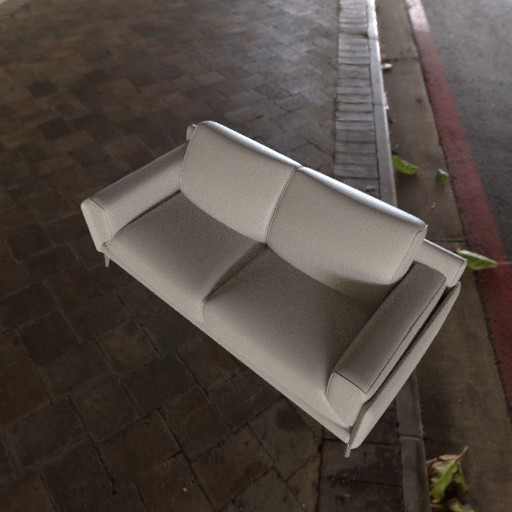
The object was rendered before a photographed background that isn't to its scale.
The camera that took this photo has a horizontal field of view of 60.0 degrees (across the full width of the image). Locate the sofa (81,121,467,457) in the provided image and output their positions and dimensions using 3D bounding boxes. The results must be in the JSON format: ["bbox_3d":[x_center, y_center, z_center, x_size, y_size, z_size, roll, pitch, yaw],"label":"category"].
[{"bbox_3d":[0.000,0.000,2.630,2.101,0.930,1.049,32,55,26],"label":"sofa"}]
